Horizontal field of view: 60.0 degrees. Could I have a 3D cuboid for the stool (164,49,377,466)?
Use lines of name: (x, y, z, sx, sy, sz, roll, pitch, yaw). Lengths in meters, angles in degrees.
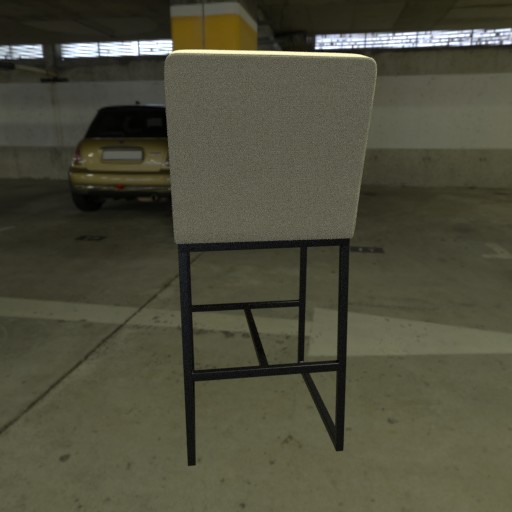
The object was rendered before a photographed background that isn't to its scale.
stool: (0.000, 0.000, 1.313, 0.460, 1.040, 0.560, -2, 16, -8)
